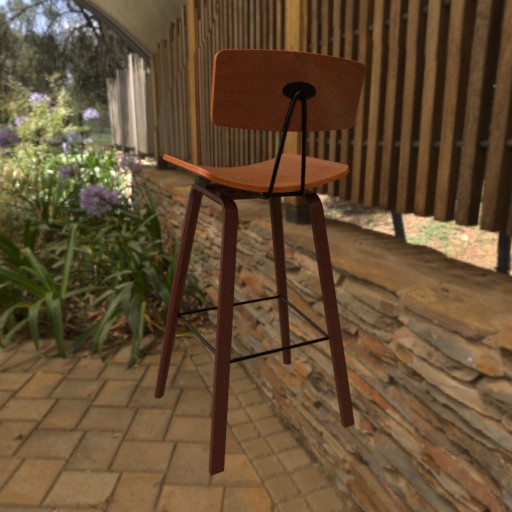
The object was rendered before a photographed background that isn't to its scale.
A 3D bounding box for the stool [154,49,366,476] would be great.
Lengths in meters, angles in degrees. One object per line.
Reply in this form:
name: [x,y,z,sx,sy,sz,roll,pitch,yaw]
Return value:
stool: [0.000,0.000,1.224,0.509,0.969,0.440,-7,16,-26]
